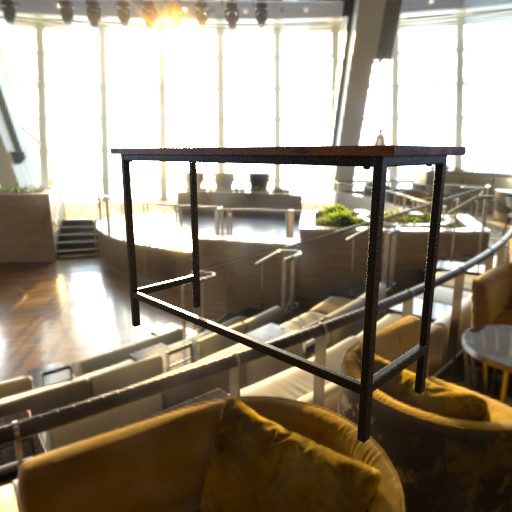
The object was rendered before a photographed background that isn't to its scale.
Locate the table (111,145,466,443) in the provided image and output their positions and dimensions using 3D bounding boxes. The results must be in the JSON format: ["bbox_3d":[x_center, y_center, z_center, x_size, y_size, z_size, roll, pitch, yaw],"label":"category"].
[{"bbox_3d":[0.000,0.000,1.559,1.204,0.740,0.408,13,18,43],"label":"table"}]
